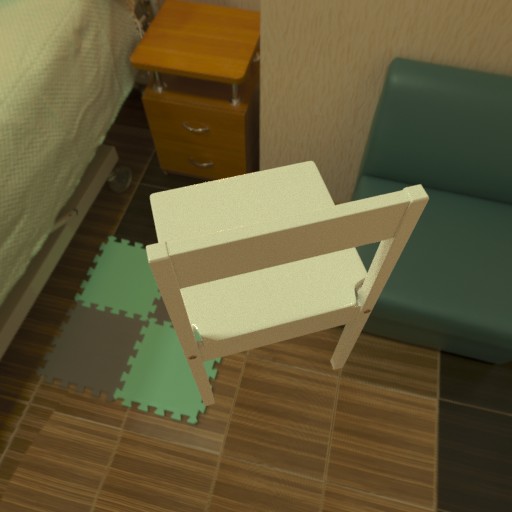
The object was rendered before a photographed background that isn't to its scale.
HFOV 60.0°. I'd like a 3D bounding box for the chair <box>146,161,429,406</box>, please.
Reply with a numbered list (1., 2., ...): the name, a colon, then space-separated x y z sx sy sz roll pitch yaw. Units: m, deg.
1. chair: 0.000 0.000 0.905 0.367 0.668 0.361 -13 59 -8
